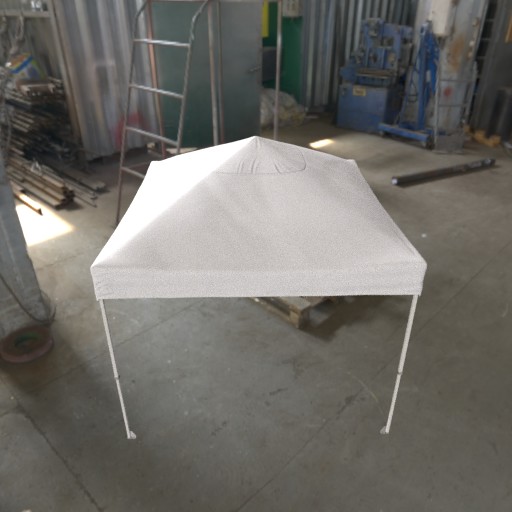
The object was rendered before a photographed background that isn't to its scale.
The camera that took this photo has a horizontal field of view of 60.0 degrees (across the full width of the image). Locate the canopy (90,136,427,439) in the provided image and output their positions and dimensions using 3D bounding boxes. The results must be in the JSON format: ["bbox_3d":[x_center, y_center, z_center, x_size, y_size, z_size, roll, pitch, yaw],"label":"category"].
[{"bbox_3d":[0.000,0.000,5.552,2.996,2.997,2.998,-1,30,-1],"label":"canopy"}]
